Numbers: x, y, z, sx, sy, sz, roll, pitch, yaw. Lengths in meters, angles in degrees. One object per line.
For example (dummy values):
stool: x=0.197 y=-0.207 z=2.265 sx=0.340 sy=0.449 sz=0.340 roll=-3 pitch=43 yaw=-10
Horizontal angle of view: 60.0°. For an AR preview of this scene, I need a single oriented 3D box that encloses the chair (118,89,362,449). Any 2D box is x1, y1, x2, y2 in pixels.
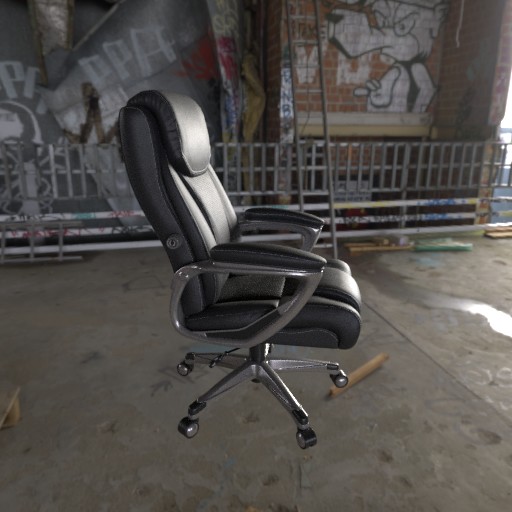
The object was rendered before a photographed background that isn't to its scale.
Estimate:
chair: x=0.000 y=0.000 z=1.668 sx=0.784 sy=1.167 sz=0.741 roll=2 pitch=16 yaw=7
